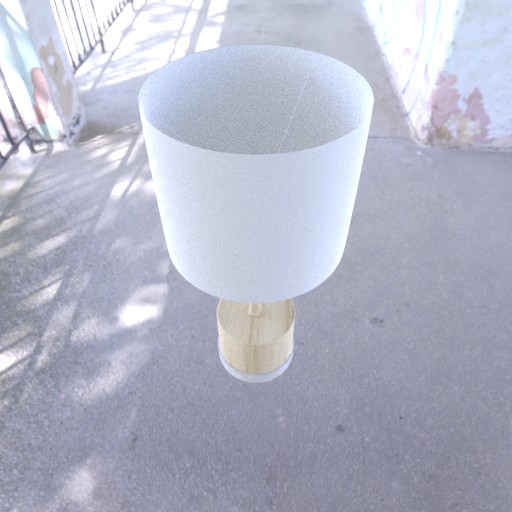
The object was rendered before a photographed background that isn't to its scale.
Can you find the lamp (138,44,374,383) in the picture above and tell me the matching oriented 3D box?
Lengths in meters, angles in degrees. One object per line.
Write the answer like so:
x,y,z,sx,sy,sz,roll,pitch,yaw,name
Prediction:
0.000,0.000,0.603,0.229,0.470,0.229,3,46,3,lamp
